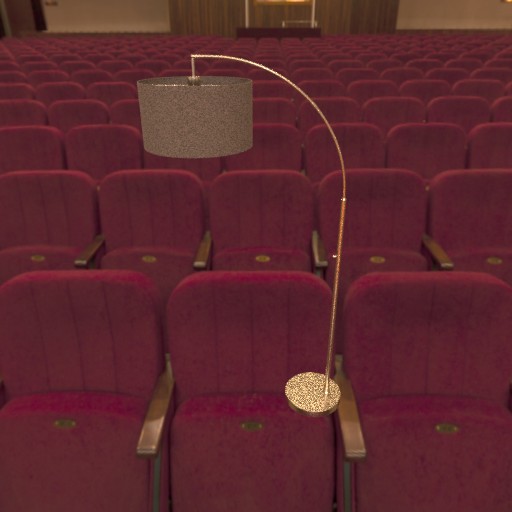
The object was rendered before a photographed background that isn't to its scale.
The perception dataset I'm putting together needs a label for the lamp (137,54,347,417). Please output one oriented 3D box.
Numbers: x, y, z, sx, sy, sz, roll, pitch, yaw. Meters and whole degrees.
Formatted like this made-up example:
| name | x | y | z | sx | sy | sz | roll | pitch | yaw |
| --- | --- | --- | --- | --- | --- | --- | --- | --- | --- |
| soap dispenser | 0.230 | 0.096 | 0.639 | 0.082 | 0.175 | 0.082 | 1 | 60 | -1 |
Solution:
| name | x | y | z | sx | sy | sz | roll | pitch | yaw |
| --- | --- | --- | --- | --- | --- | --- | --- | --- | --- |
| lamp | 0.000 | 0.000 | 2.097 | 0.934 | 1.735 | 0.452 | 1 | 26 | 1 |
